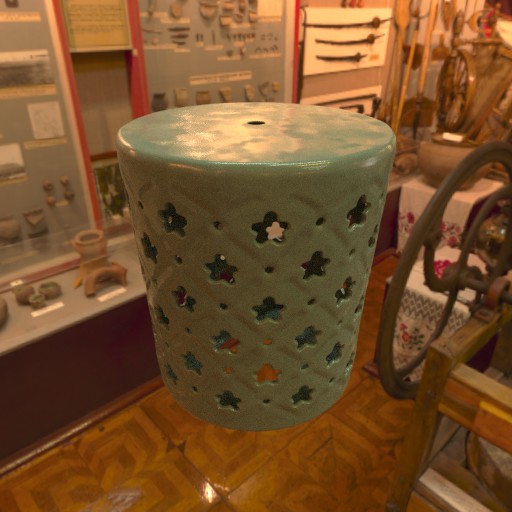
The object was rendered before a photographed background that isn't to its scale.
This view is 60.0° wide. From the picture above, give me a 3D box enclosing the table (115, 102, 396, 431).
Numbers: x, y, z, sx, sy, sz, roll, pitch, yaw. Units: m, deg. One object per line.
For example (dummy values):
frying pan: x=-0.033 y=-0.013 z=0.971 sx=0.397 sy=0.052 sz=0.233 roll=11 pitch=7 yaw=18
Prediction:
table: x=0.000 y=0.000 z=0.657 sx=0.352 sy=0.387 sz=0.352 roll=0 pitch=28 yaw=0
